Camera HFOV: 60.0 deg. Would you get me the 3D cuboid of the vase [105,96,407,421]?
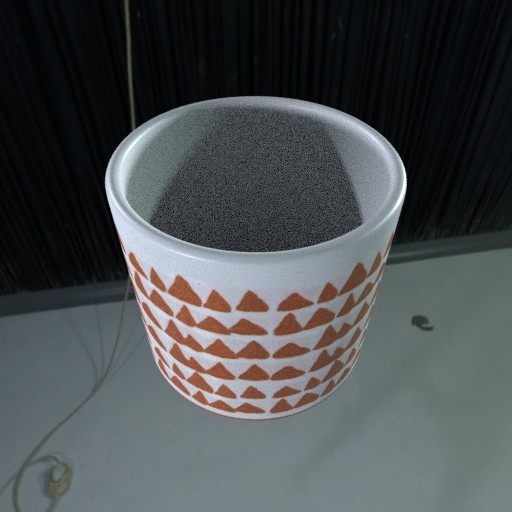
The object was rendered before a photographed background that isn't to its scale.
[{"bbox_3d":[0.000,0.000,0.249,0.137,0.127,0.137,0,44,0],"label":"vase"}]
